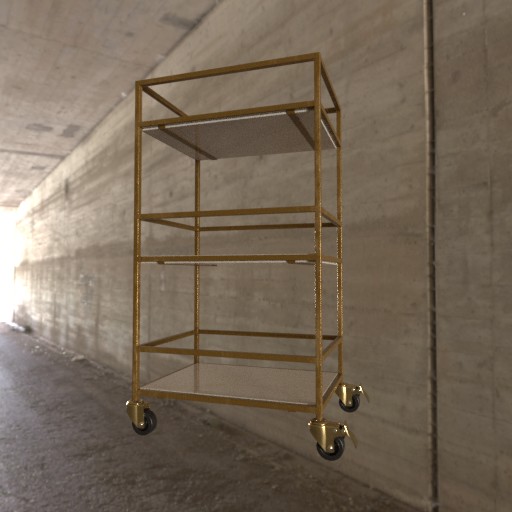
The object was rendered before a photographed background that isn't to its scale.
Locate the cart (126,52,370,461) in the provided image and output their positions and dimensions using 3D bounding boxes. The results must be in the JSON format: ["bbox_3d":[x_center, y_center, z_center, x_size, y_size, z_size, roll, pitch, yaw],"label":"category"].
[{"bbox_3d":[0.000,0.000,1.027,0.483,0.761,0.332,-1,-2,18],"label":"cart"}]
